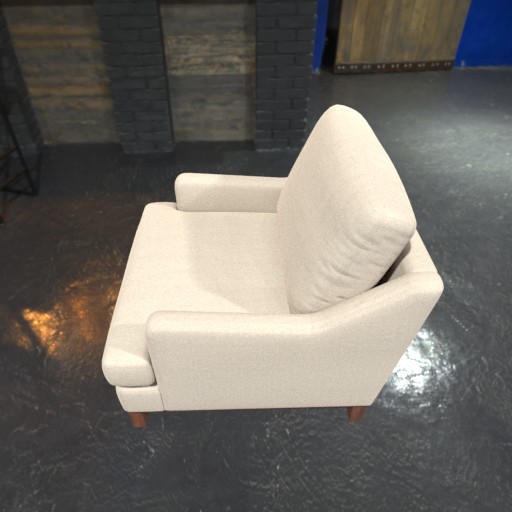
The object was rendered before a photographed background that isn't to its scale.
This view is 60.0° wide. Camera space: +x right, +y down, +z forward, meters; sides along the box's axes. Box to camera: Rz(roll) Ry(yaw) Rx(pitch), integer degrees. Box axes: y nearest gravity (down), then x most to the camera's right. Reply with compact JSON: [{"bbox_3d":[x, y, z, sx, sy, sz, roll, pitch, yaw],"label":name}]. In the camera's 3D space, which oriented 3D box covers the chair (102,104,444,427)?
[{"bbox_3d":[0.000,0.000,1.671,1.001,0.916,0.912,-1,40,-1],"label":"chair"}]
